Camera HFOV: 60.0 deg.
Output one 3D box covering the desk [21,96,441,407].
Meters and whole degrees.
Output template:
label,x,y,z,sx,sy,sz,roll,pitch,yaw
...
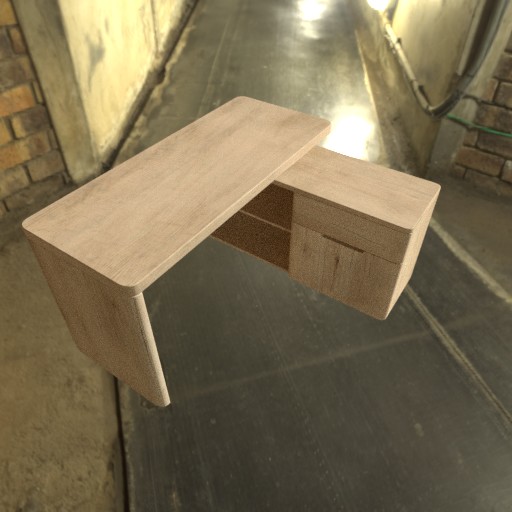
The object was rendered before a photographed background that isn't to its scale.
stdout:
label,x,y,z,sx,sy,sz,roll,pitch,yaw
desk,0.000,0.000,2.066,1.175,0.770,1.400,25,48,25
